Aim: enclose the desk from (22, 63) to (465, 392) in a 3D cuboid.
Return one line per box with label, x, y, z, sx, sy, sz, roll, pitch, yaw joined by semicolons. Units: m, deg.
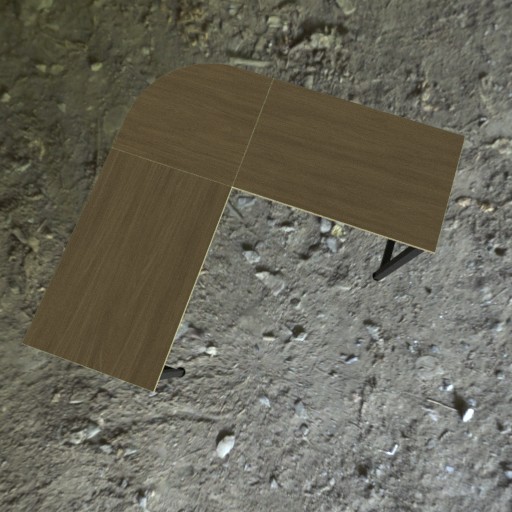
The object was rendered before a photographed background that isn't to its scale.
desk;0.000;0.000;2.154;1.400;0.762;1.400;19;77;4
